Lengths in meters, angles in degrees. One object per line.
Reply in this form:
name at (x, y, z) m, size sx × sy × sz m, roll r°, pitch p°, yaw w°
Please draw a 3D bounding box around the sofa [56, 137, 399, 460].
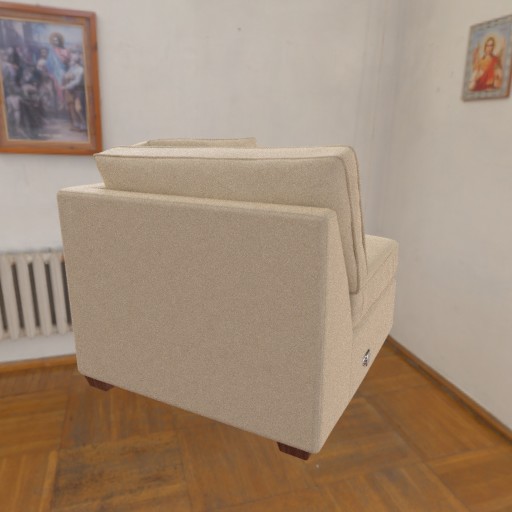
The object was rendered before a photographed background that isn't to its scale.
sofa at (0.000, 0.000, 1.957) m, size 1.084 × 1.002 × 1.146 m, roll 8°, pitch 18°, yaw 27°
